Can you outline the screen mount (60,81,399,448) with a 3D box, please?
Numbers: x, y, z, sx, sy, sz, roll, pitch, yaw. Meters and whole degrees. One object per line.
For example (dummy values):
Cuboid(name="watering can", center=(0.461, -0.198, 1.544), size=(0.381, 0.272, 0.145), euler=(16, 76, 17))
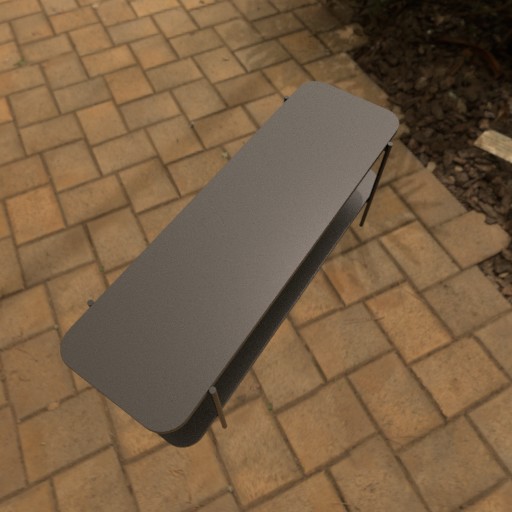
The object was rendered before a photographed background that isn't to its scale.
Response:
Cuboid(name="screen mount", center=(0.000, 0.000, 1.436), size=(0.400, 0.447, 1.200), euler=(30, 64, 17))
